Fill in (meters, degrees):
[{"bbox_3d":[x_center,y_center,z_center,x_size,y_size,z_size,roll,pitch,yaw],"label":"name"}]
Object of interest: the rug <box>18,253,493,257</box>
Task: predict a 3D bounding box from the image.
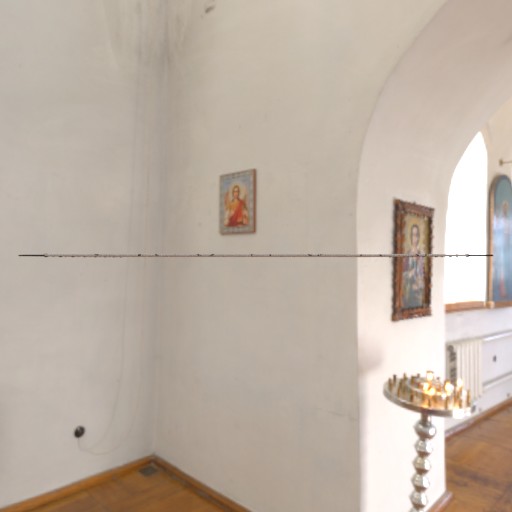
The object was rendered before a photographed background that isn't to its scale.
[{"bbox_3d":[0.000,0.000,3.287,2.755,0.021,1.524,0,0,0],"label":"rug"}]
